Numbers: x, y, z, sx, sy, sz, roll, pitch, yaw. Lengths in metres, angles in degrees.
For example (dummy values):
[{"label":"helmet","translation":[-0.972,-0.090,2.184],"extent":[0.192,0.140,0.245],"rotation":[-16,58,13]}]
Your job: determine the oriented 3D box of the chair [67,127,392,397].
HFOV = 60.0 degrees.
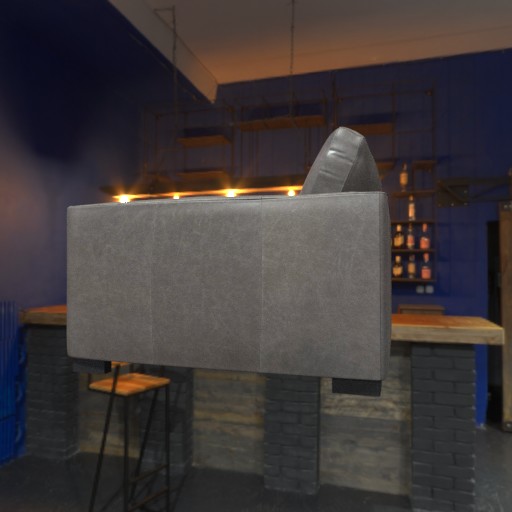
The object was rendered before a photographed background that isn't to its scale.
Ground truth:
[{"label":"chair","translation":[0.000,0.000,1.866],"extent":[1.080,0.807,1.106],"rotation":[0,-1,18]}]
